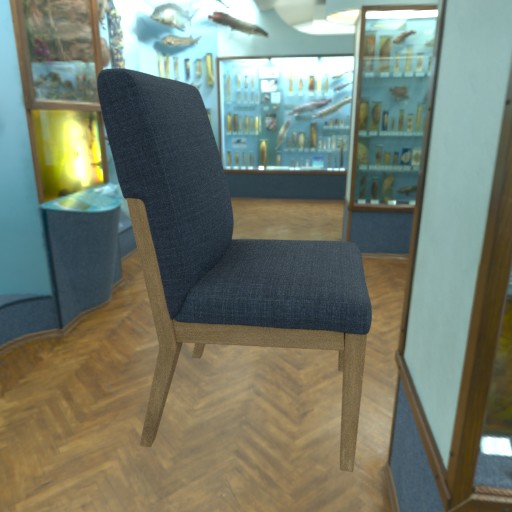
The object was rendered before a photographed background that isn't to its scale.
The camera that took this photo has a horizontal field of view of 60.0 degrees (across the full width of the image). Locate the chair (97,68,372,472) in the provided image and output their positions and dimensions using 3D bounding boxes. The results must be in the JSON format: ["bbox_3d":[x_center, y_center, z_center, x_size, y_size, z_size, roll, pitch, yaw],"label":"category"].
[{"bbox_3d":[0.000,0.000,1.194,0.586,0.911,0.507,3,17,9],"label":"chair"}]
